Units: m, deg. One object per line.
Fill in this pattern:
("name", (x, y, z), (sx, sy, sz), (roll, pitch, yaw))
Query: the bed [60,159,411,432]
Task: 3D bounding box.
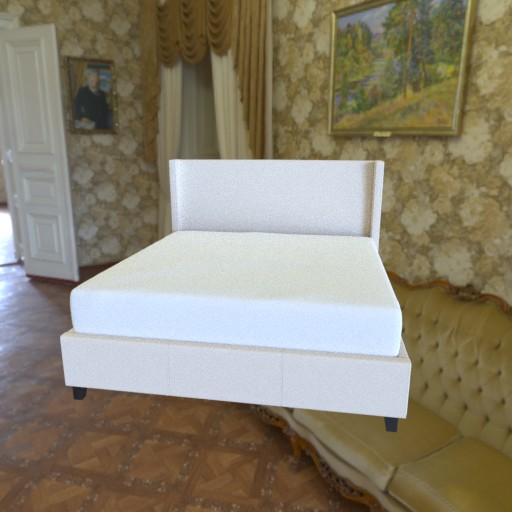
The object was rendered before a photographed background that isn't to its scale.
("bed", (0.000, 0.000, 3.637), (2.145, 1.471, 2.293), (2, 14, 9))
